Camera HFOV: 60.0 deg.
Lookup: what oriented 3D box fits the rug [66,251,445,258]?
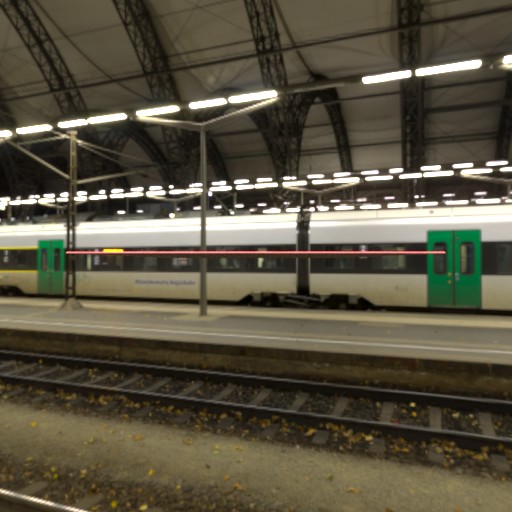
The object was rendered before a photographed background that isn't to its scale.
[{"bbox_3d":[0.000,0.000,3.001,1.534,0.010,2.423,0,-1,0],"label":"rug"}]
